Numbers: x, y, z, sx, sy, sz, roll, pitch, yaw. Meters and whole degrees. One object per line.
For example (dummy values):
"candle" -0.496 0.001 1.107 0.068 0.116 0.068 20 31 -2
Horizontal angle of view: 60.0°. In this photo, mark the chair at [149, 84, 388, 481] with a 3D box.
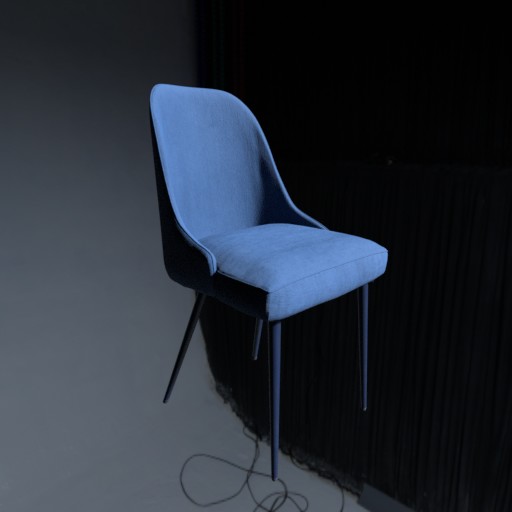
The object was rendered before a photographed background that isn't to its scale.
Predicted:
"chair" 0.000 0.000 1.190 0.559 0.896 0.478 14 20 43
